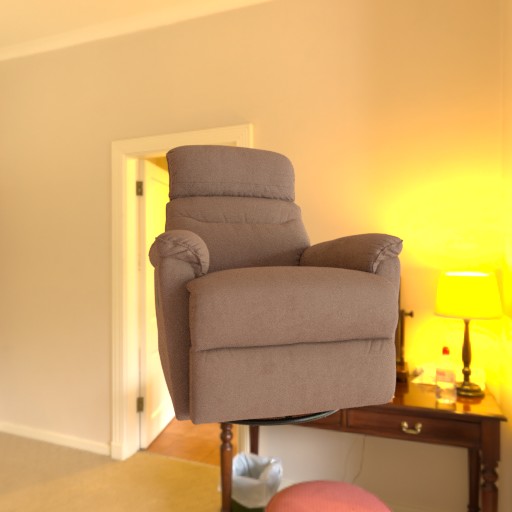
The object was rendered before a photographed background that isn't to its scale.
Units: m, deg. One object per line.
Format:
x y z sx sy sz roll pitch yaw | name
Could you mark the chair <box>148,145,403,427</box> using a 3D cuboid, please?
0.000 0.000 1.731 0.820 1.037 1.004 0 1 -17 | chair
